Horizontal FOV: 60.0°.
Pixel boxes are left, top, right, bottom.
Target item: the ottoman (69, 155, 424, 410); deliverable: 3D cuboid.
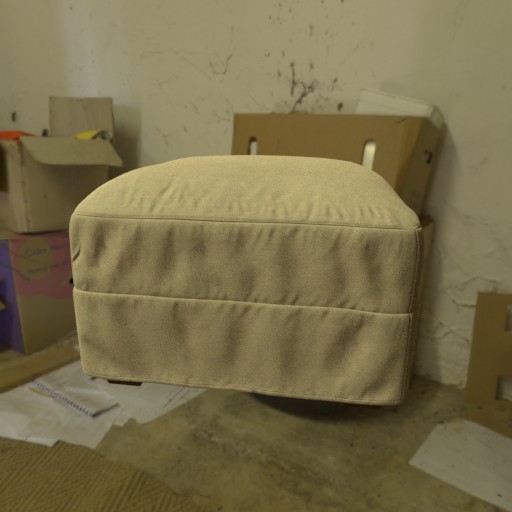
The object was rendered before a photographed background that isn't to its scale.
[{"bbox_3d":[0.000,0.000,1.085,0.712,0.480,0.584,3,17,9],"label":"ottoman"}]
